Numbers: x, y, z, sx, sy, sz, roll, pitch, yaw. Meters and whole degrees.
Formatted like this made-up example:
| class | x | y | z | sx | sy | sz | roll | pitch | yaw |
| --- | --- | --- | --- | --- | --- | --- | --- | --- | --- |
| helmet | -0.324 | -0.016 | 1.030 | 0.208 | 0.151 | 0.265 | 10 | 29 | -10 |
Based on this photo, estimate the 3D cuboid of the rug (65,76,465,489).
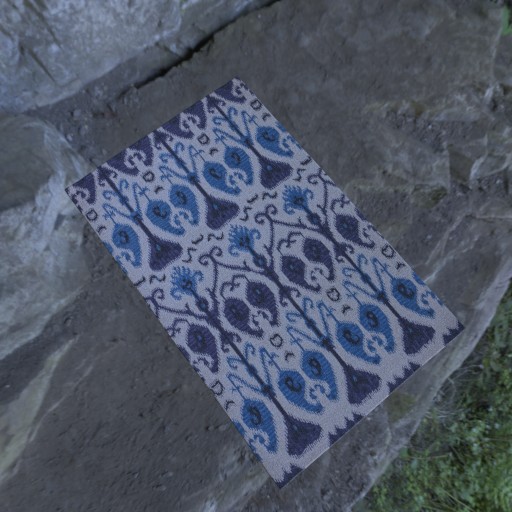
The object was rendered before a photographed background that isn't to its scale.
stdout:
| class | x | y | z | sx | sy | sz | roll | pitch | yaw |
| --- | --- | --- | --- | --- | --- | --- | --- | --- | --- |
| rug | 0.000 | 0.000 | 2.085 | 1.072 | 0.013 | 1.698 | -37 | 77 | -10 |
